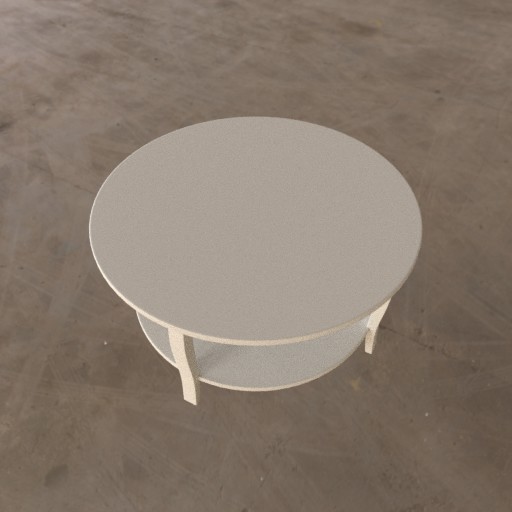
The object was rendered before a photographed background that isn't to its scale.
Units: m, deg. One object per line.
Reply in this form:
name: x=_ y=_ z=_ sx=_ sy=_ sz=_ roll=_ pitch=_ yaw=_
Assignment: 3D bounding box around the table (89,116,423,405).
table: x=0.000 y=0.000 z=1.414 sx=0.910 sy=0.457 sz=0.910 roll=0 pitch=47 yaw=0
